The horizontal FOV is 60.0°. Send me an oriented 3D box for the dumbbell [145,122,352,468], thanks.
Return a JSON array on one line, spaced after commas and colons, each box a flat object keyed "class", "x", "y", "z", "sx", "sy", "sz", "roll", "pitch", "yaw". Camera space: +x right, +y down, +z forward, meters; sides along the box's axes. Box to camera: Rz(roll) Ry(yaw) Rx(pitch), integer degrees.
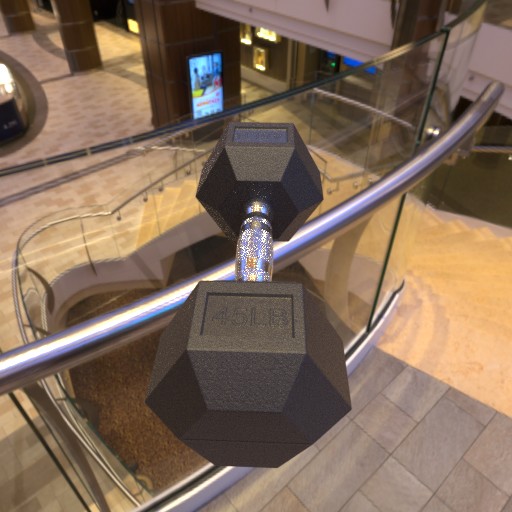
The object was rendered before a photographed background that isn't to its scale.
[{"class": "dumbbell", "x": 0.000, "y": 0.000, "z": 0.415, "sx": 0.141, "sy": 0.123, "sz": 0.356, "roll": 1, "pitch": 42, "yaw": 2}]
